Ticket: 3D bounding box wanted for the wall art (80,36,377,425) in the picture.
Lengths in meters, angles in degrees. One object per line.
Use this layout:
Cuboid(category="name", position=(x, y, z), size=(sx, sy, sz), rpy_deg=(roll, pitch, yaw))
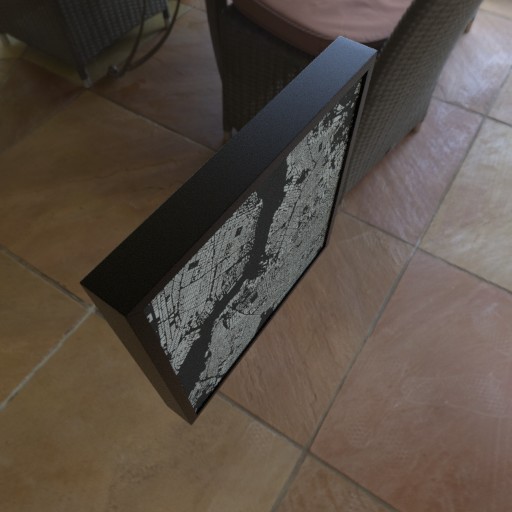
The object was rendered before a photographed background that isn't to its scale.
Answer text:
Cuboid(category="wall art", position=(0.000, 0.000, 0.442), size=(0.037, 0.299, 0.299), rpy_deg=(32, 63, 18))
